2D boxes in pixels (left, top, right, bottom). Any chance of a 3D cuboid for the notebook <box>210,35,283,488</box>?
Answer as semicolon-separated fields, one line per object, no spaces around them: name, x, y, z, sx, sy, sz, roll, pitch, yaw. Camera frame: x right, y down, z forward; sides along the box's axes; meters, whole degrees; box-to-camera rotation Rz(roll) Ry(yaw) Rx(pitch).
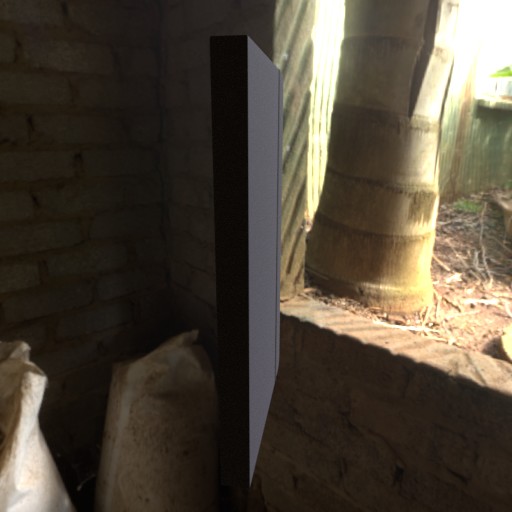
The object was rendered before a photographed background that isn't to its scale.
notebook;0.000;0.000;0.260;0.016;0.213;0.127;3;16;9
